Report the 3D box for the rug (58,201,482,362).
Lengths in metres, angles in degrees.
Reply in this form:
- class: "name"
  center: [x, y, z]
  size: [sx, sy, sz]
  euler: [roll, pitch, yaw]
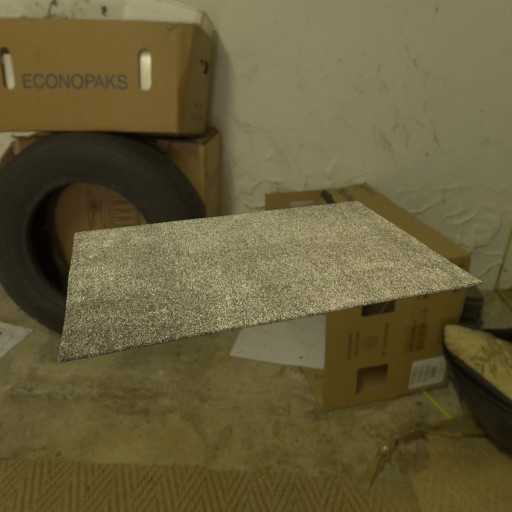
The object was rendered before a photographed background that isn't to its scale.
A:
- class: "rug"
  center: [0.000, 0.000, 2.962]
  size: [2.352, 0.025, 1.501]
  euler: [-8, 28, -16]
